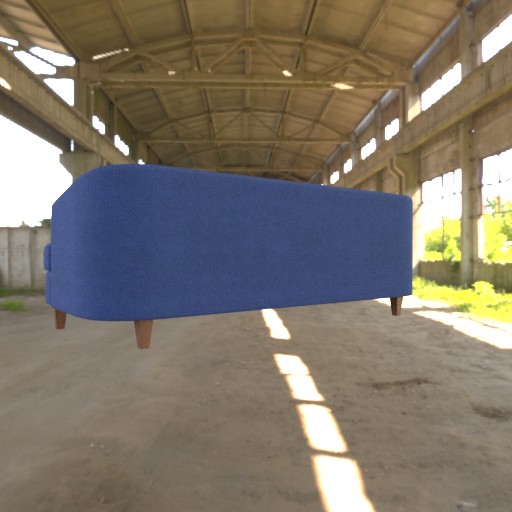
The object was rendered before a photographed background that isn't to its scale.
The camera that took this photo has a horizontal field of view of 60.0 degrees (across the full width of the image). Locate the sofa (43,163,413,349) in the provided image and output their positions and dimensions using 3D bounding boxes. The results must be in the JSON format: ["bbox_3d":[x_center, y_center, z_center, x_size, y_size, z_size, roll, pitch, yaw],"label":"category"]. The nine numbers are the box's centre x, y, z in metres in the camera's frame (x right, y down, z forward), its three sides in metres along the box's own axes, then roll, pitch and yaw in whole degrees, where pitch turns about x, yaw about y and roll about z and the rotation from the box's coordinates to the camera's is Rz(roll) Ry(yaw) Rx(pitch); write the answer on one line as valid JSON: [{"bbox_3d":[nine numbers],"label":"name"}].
[{"bbox_3d":[0.000,0.000,2.708,2.235,0.787,0.914,0,1,-35],"label":"sofa"}]
